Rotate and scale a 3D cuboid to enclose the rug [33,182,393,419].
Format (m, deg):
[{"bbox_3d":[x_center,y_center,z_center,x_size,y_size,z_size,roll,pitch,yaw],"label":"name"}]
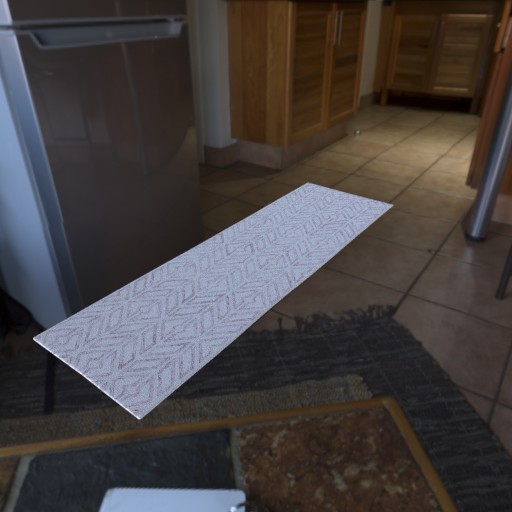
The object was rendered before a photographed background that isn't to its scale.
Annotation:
[{"bbox_3d":[0.000,0.000,2.690,0.750,0.009,2.435,21,37,31],"label":"rug"}]
